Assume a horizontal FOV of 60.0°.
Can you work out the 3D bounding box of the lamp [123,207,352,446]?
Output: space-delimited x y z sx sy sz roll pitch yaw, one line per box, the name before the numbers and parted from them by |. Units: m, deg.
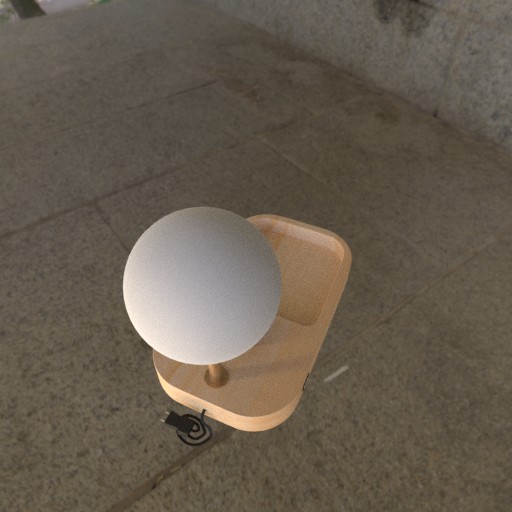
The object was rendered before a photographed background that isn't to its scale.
lamp | 0.000 0.000 0.468 0.173 0.253 0.331 18 49 16
